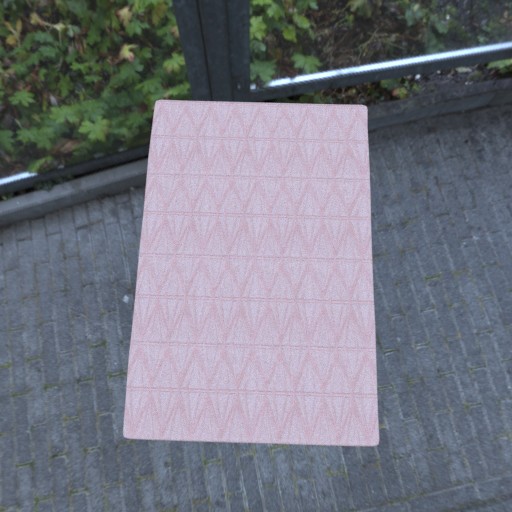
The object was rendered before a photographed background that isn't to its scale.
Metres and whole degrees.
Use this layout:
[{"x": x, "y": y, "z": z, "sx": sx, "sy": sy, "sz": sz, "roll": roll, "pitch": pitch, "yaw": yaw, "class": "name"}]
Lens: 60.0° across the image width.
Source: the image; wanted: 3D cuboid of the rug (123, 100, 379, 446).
[{"x": 0.000, "y": 0.000, "z": 3.039, "sx": 1.609, "sy": 0.015, "sz": 2.390, "roll": 2, "pitch": 76, "yaw": 0, "class": "rug"}]
